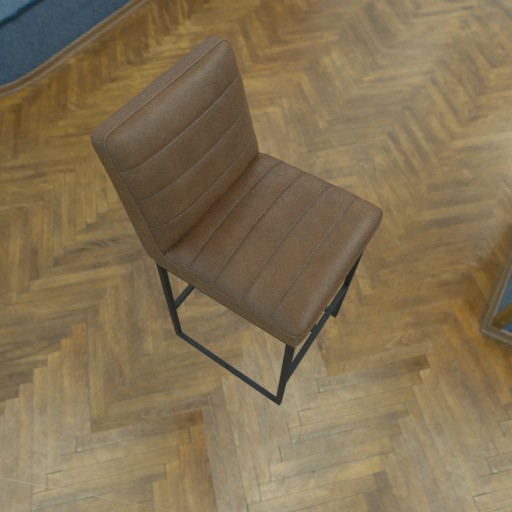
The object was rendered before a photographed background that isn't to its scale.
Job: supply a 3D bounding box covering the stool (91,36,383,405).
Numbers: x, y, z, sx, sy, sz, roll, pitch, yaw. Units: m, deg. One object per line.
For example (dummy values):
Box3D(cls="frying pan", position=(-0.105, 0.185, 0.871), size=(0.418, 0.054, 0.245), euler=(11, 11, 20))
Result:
Box3D(cls="stool", position=(0.000, 0.000, 1.341), size=(0.556, 1.040, 0.458), euler=(30, 63, 17))
